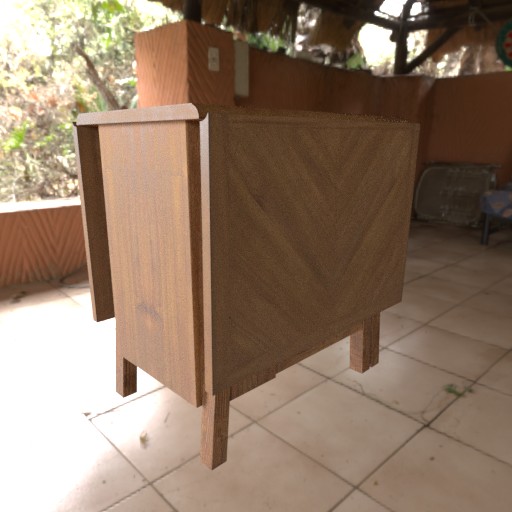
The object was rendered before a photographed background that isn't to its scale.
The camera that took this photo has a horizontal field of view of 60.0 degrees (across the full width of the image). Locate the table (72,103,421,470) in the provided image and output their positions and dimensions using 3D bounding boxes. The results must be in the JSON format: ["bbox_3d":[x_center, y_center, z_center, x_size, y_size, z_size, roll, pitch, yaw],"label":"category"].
[{"bbox_3d":[0.000,0.000,1.626,0.967,0.981,0.701,-14,20,-43],"label":"table"}]
